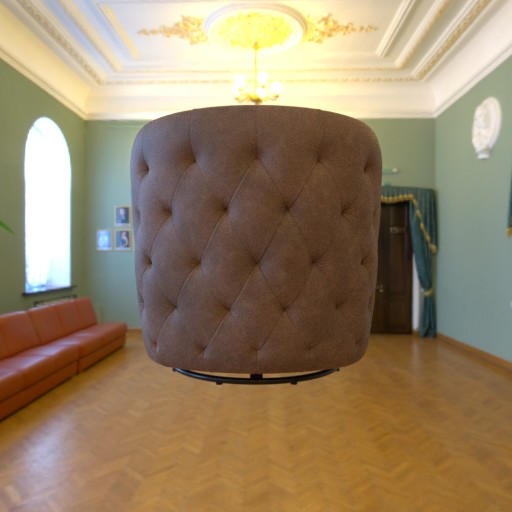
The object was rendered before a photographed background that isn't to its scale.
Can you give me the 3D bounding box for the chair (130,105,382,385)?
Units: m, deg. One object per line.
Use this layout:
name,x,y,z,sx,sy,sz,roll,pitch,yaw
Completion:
chair,0.000,0.000,1.577,0.850,0.790,0.870,0,0,0
